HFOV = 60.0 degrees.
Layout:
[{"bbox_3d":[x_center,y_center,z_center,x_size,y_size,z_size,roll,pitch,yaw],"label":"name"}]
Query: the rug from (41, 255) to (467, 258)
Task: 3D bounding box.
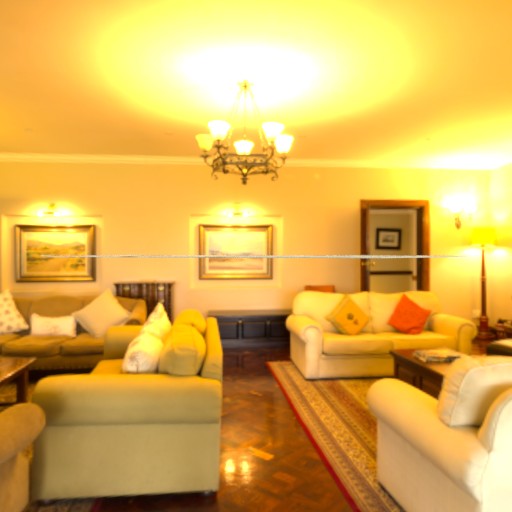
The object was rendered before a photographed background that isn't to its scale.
[{"bbox_3d":[0.000,0.000,4.304,3.357,0.019,2.449,0,0,35],"label":"rug"}]
